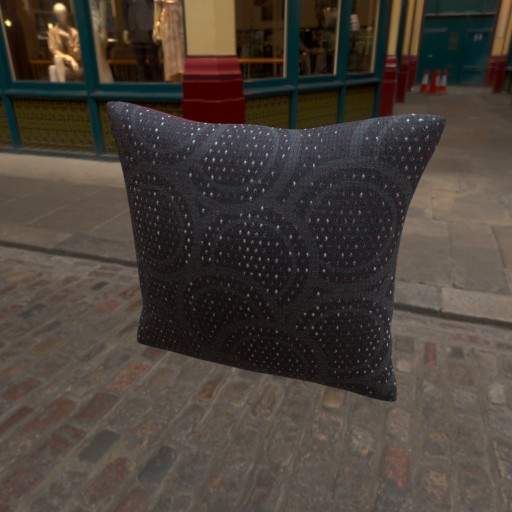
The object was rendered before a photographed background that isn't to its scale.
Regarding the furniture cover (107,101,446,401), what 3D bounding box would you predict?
[{"bbox_3d":[0.000,0.000,0.794,0.552,0.509,0.193,8,26,17],"label":"furniture cover"}]
